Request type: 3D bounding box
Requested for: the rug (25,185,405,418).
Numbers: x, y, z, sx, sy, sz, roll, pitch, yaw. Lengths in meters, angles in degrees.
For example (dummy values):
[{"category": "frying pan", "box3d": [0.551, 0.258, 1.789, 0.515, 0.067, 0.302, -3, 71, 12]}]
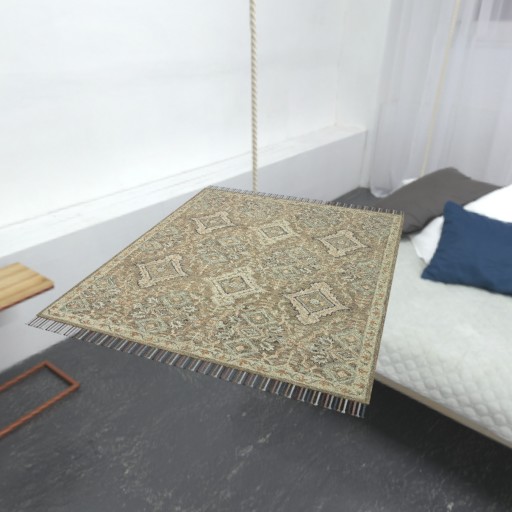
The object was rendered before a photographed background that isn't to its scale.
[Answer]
[{"category": "rug", "box3d": [0.000, 0.000, 4.080, 2.437, 0.010, 3.056, 10, 31, 18]}]
